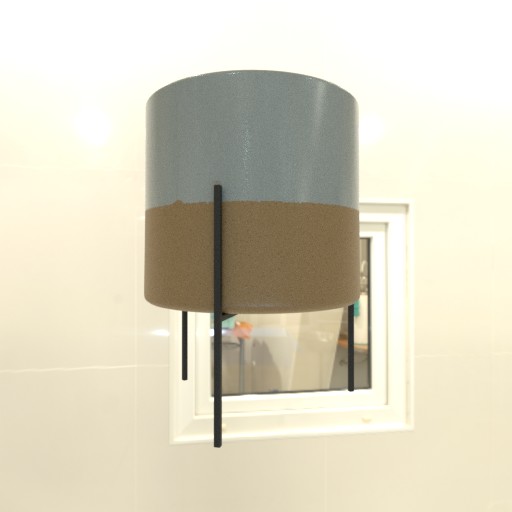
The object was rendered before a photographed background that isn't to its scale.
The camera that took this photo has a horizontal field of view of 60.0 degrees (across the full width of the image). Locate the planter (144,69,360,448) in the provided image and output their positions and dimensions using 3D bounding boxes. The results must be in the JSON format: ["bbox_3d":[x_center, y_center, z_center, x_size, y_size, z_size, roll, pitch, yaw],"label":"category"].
[{"bbox_3d":[0.000,0.000,0.736,0.360,0.480,0.348,0,0,-17],"label":"planter"}]
